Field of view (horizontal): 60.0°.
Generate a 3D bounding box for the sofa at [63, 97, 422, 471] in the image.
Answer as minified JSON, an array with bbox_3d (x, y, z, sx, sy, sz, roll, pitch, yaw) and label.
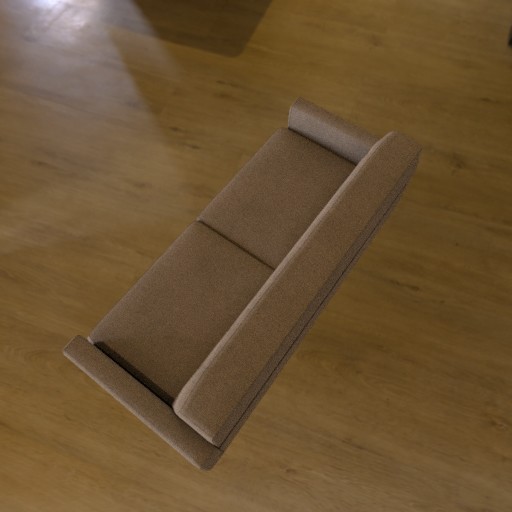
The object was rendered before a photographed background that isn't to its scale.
[{"bbox_3d":[0.000,0.000,2.479,0.909,0.841,2.029,33,68,15],"label":"sofa"}]
